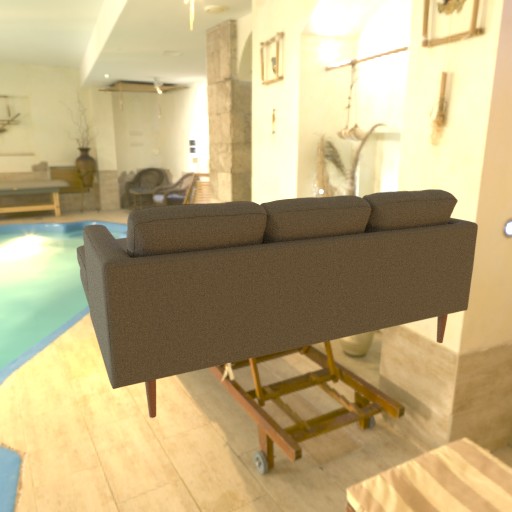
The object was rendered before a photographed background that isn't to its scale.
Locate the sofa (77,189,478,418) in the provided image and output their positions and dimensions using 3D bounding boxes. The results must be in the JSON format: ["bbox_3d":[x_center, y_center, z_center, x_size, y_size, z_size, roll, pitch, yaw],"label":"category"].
[{"bbox_3d":[0.000,0.000,2.817,2.031,0.897,1.591,-7,16,-25],"label":"sofa"}]
